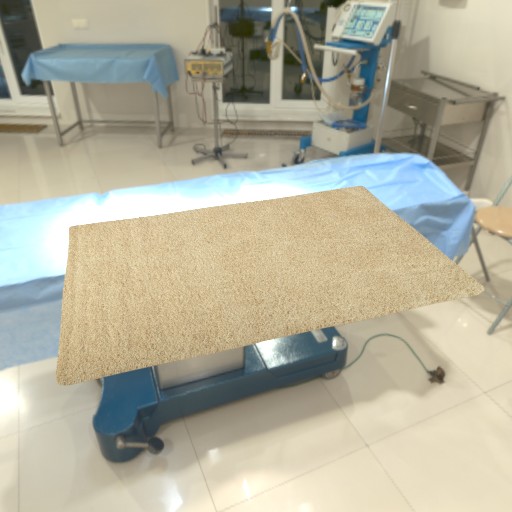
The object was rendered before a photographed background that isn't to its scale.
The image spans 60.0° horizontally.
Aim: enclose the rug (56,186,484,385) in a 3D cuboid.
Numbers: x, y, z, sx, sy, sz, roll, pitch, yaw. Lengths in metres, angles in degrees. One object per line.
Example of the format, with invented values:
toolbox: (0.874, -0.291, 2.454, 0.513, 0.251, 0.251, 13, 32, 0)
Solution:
rug: (0.000, 0.000, 2.874, 2.349, 0.025, 1.500, -10, 35, -14)
